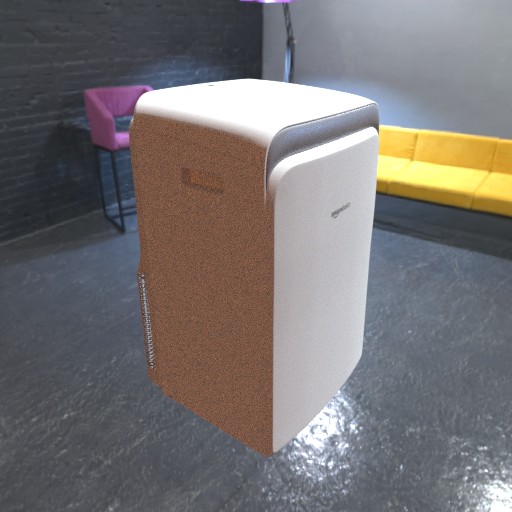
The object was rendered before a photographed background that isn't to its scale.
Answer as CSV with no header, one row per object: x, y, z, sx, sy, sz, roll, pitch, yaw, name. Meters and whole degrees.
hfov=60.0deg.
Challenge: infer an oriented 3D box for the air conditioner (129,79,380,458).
0.000,0.000,1.081,0.467,0.765,0.478,20,33,34,air conditioner
